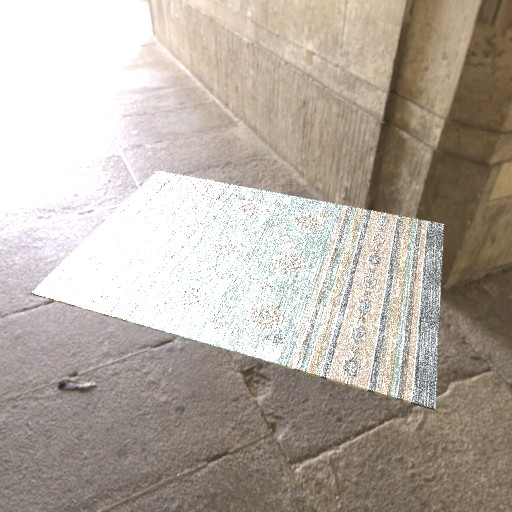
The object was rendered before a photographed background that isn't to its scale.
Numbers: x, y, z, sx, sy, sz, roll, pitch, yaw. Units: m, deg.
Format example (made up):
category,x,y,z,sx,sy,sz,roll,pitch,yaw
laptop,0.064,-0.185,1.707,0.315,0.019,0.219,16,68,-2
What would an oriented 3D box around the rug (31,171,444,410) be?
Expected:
category,x,y,z,sx,sy,sz,roll,pitch,yaw
rug,0.000,0.000,2.283,1.811,0.010,1.212,13,42,15
